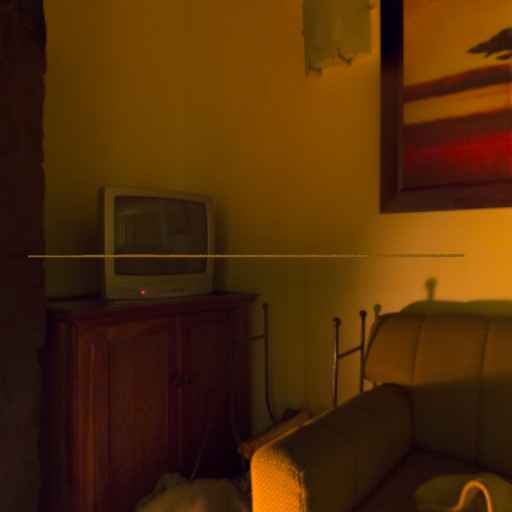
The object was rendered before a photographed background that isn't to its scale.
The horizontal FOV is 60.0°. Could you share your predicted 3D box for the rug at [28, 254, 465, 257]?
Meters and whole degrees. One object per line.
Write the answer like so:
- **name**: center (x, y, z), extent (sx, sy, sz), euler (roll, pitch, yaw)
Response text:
- **rug**: center (0.000, 0.000, 3.038), extent (2.436, 0.015, 1.521), euler (0, 0, 19)
